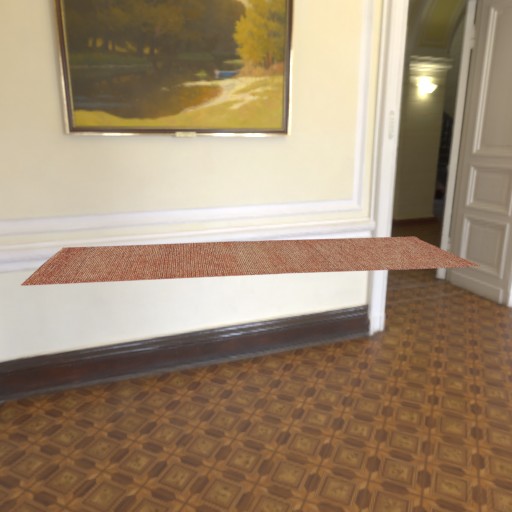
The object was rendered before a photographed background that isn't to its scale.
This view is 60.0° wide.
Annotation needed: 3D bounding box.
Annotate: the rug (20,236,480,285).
[{"bbox_3d":[0.000,0.000,2.583,2.353,0.013,0.718,-2,16,-7],"label":"rug"}]
